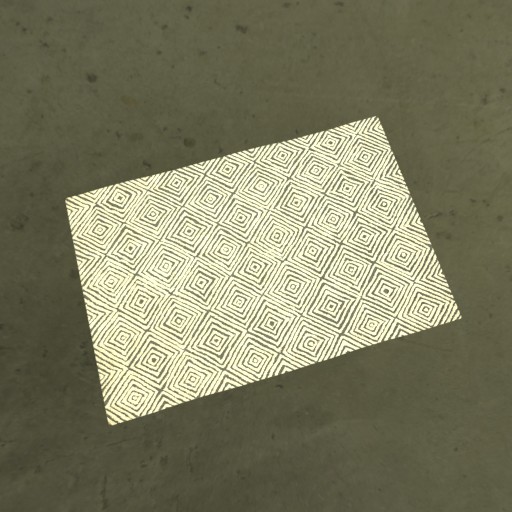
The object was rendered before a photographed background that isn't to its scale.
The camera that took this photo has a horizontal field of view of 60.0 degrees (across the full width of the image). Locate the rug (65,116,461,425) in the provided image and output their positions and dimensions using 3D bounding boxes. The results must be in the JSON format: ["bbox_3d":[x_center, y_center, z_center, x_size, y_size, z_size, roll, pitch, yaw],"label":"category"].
[{"bbox_3d":[0.000,0.000,2.249,1.750,0.004,1.177,-16,75,-4],"label":"rug"}]
